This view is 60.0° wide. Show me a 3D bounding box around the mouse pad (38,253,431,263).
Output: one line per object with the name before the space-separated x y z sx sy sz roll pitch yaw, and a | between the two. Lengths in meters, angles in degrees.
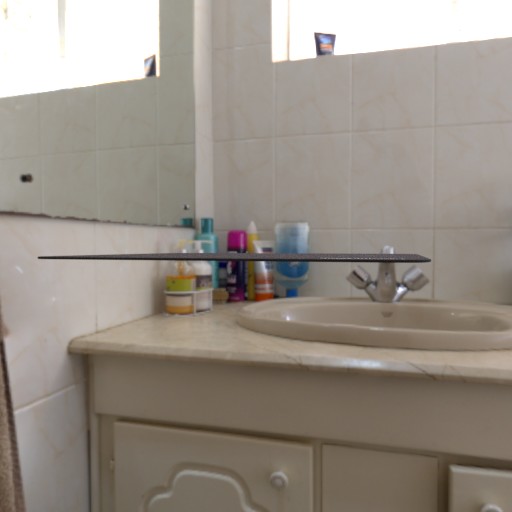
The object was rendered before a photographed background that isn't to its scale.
mouse pad | 0.000 0.000 0.446 0.315 0.002 0.269 0 1 18
